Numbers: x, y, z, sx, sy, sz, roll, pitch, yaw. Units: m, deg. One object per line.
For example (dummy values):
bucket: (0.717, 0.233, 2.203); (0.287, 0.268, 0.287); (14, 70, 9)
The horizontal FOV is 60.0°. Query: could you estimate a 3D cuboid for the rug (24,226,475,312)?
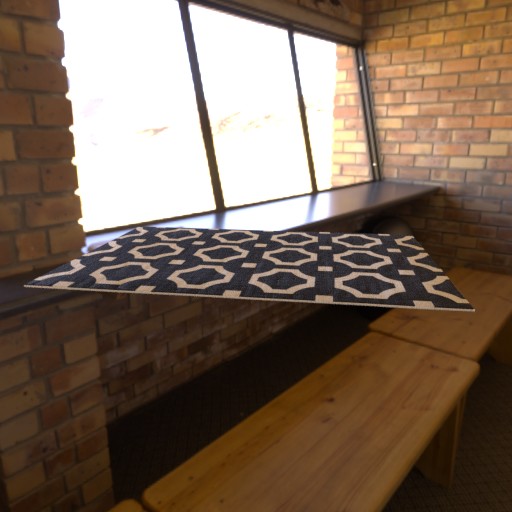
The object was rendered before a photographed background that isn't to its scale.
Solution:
rug: (0.000, 0.000, 2.950); (2.286, 0.016, 1.555); (2, 16, 8)
